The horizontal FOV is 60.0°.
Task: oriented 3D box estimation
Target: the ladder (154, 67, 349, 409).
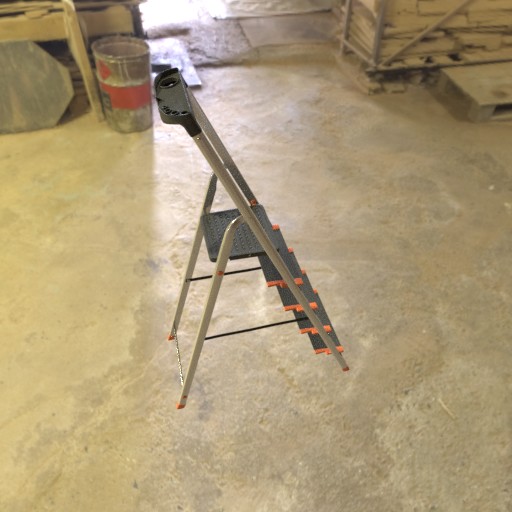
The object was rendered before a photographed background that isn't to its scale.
[{"bbox_3d":[0.000,0.000,2.043,0.995,1.646,0.480,-10,46,-10],"label":"ladder"}]
